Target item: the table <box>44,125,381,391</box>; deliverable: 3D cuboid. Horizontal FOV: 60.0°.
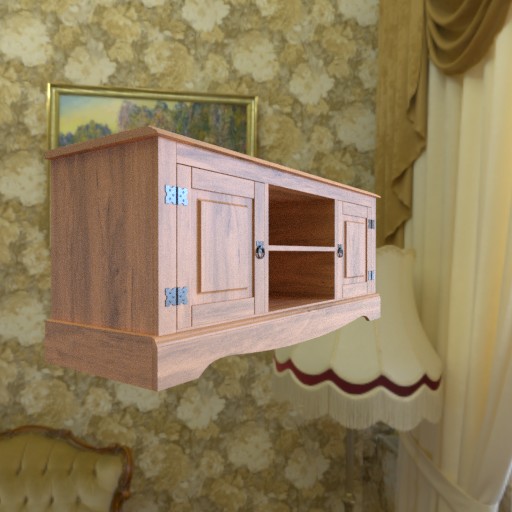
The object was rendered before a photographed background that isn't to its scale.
[{"bbox_3d":[0.000,0.000,1.445,0.400,0.510,1.200,0,0,36],"label":"table"}]
